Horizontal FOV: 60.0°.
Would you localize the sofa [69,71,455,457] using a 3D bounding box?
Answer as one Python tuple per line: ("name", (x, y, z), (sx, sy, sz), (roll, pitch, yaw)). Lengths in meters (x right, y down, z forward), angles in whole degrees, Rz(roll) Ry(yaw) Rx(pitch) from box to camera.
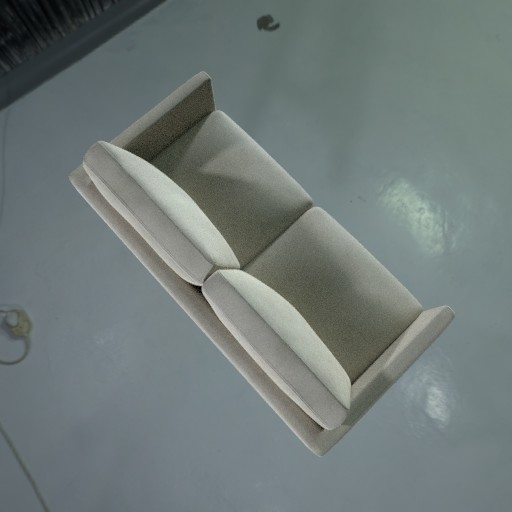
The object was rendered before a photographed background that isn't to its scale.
("sofa", (0.000, 0.000, 2.414), (0.950, 0.940, 1.846), (-42, 80, -9))
